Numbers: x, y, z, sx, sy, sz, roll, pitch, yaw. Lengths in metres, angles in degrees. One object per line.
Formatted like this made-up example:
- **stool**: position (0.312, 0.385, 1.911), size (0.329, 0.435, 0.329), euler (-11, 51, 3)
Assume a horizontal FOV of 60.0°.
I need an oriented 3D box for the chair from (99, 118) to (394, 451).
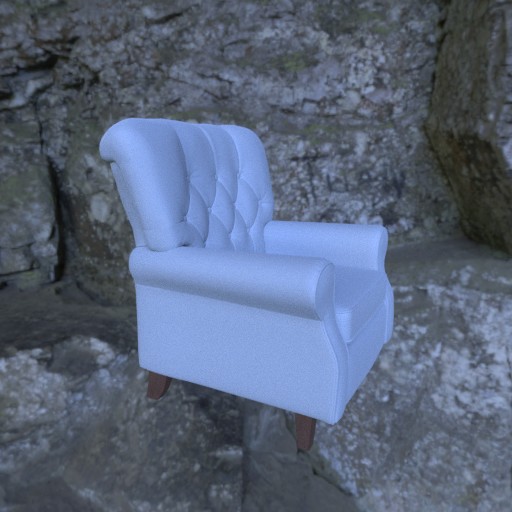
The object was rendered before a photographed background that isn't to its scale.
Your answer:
- **chair**: position (0.000, 0.000, 2.037), size (1.128, 1.217, 1.090), euler (7, 15, 28)
